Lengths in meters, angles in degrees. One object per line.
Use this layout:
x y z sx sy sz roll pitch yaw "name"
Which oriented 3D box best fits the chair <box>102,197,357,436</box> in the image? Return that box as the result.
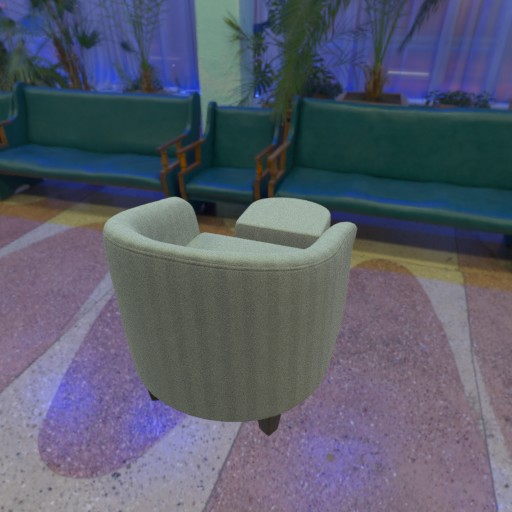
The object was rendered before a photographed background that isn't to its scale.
0.000 0.000 1.778 0.756 0.757 1.288 10 33 17 "chair"
